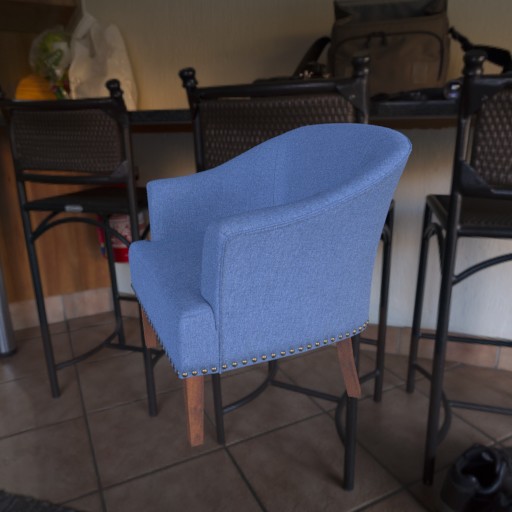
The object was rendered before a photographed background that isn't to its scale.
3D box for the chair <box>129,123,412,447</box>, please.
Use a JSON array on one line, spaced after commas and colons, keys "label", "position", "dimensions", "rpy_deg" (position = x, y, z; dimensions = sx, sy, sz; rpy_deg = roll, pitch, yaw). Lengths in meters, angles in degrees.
[{"label": "chair", "position": [0.000, 0.000, 1.423], "dimensions": [0.704, 0.815, 0.798], "rpy_deg": [-7, 18, -23]}]
